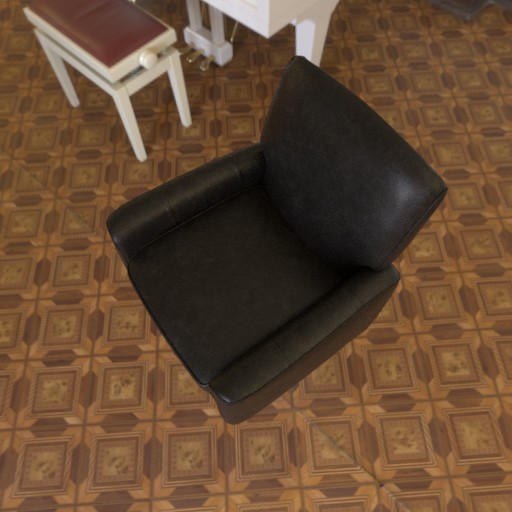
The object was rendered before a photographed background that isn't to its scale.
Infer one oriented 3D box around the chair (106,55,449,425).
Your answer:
[{"bbox_3d":[0.000,0.000,1.634,0.864,1.014,0.848,-33,67,-16],"label":"chair"}]
